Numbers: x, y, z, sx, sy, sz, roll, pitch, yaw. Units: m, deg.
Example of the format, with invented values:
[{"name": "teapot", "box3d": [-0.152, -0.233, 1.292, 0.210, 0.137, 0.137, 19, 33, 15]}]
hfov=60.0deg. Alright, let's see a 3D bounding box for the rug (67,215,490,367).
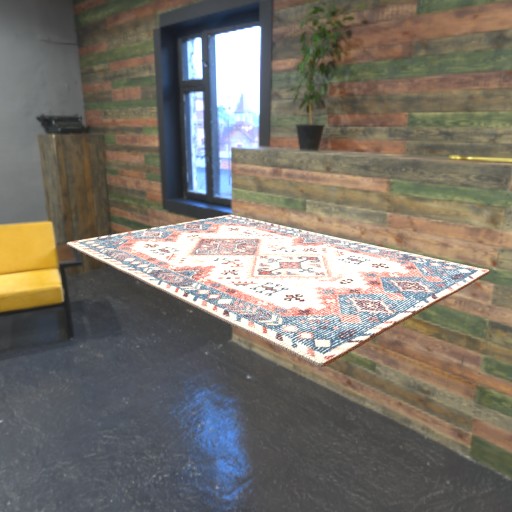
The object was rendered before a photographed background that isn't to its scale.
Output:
[{"name": "rug", "box3d": [0.000, 0.000, 2.261, 1.225, 0.015, 1.840, -15, 22, -41]}]
